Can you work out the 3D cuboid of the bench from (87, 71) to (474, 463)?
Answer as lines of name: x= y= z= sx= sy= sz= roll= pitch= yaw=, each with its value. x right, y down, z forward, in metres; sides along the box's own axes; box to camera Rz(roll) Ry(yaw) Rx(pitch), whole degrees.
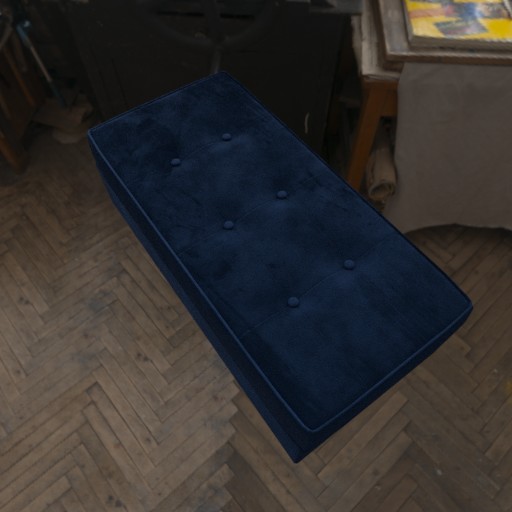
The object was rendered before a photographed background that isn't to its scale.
bench: x=0.000 y=0.000 z=1.283 sx=0.489 sy=0.467 sz=1.010 roll=-31 pitch=63 yaw=-18
